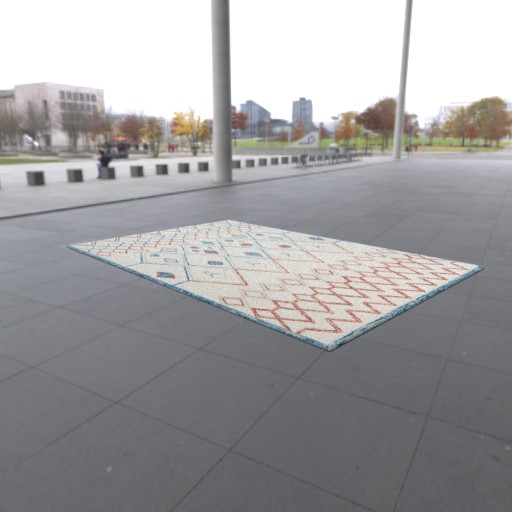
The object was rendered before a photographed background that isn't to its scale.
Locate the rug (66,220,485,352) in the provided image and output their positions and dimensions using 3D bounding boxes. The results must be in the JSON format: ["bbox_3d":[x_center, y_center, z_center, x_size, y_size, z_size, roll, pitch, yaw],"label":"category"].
[{"bbox_3d":[0.000,0.000,2.295,1.219,0.016,1.829,-14,20,-43],"label":"rug"}]
